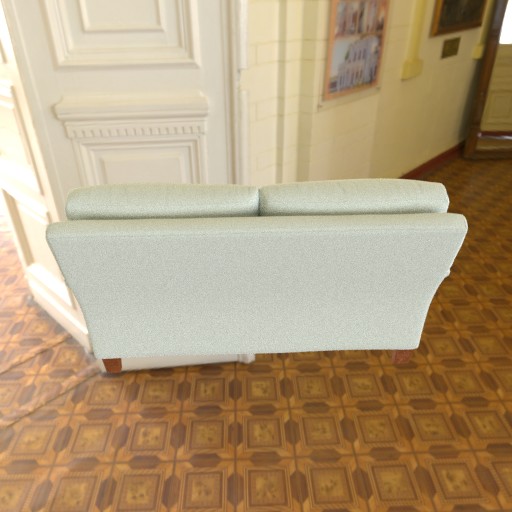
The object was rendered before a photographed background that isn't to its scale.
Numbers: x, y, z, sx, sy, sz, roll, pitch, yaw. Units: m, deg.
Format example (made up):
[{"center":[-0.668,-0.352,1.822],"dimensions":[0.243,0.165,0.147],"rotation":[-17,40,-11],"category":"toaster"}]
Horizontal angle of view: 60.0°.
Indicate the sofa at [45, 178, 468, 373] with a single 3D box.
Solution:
[{"center":[0.000,0.000,2.521],"dimensions":[1.853,1.101,1.084],"rotation":[-1,32,-2],"category":"sofa"}]
